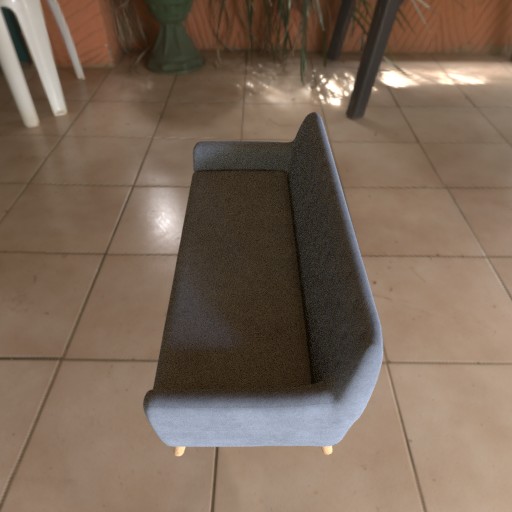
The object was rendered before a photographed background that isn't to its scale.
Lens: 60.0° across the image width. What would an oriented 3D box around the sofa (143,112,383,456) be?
[{"bbox_3d":[0.000,0.000,2.351,0.830,0.830,1.970,0,41,0],"label":"sofa"}]
